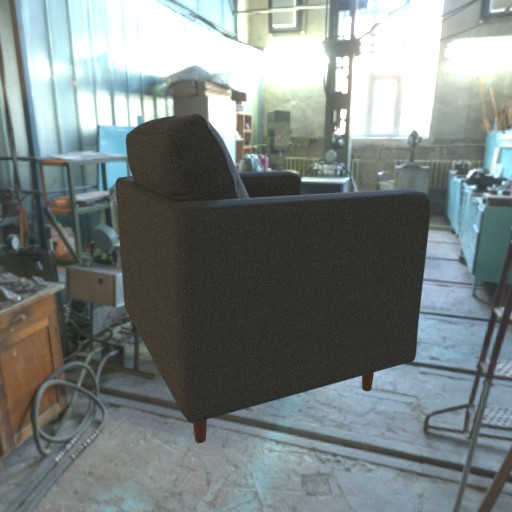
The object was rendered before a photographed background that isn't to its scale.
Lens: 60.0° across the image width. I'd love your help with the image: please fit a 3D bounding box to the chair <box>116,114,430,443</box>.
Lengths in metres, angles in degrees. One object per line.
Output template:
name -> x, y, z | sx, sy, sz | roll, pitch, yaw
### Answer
chair -> 0.000, 0.000, 1.550 | 0.800, 0.927, 0.854 | -7, 17, -25
